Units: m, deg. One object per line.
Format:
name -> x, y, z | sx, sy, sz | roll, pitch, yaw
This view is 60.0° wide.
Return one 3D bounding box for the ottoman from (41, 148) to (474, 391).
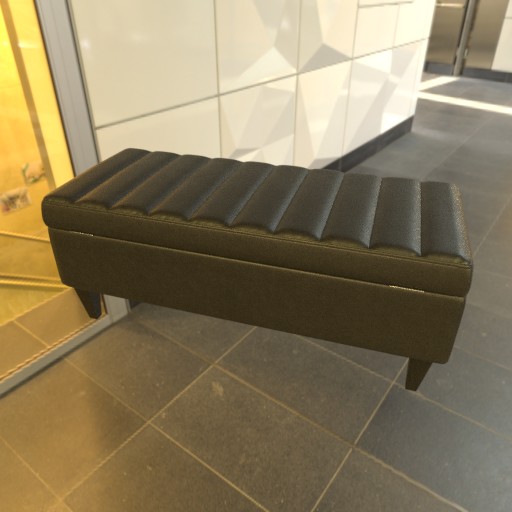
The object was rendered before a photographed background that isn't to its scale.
ottoman -> 0.000, 0.000, 1.396 | 1.151, 0.469, 0.482 | 9, 33, 15
